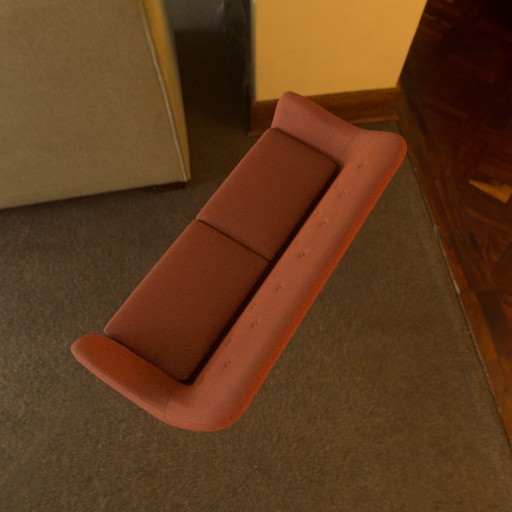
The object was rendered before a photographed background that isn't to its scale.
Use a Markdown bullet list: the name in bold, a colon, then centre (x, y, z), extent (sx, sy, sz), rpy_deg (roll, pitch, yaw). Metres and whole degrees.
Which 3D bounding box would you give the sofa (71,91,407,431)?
- **sofa**: centre (0.000, 0.000, 2.331), extent (0.820, 0.836, 1.840), rpy_deg (31, 68, 14)
